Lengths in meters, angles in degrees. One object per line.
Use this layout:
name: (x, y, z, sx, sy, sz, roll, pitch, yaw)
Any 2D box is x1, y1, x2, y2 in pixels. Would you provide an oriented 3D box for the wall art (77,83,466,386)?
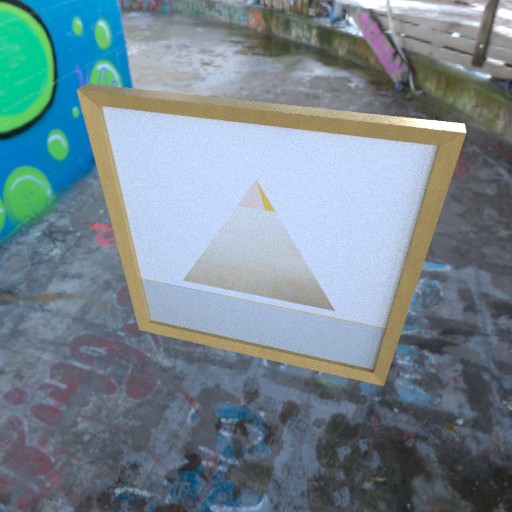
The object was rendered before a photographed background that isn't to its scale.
wall art: (0.000, 0.000, 2.798, 1.935, 1.936, 0.097, 10, 41, 12)
